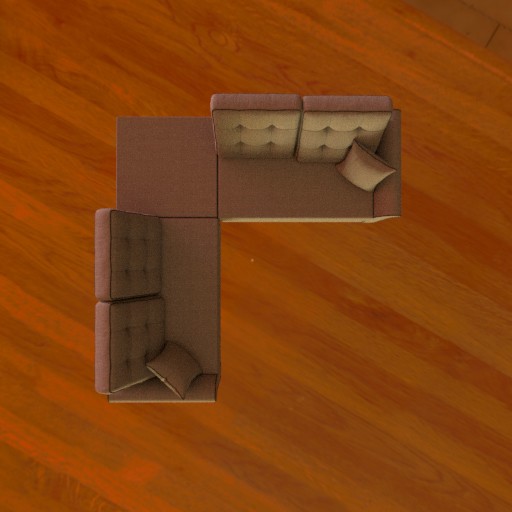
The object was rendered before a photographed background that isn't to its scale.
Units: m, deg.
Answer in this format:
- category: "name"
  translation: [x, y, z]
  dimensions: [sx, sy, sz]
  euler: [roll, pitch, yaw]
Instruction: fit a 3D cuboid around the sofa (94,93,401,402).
- category: "sofa"
  translation: [0.000, 0.000, 3.225]
  dimensions: [2.070, 0.988, 2.068]
  euler: [0, 89, 0]
